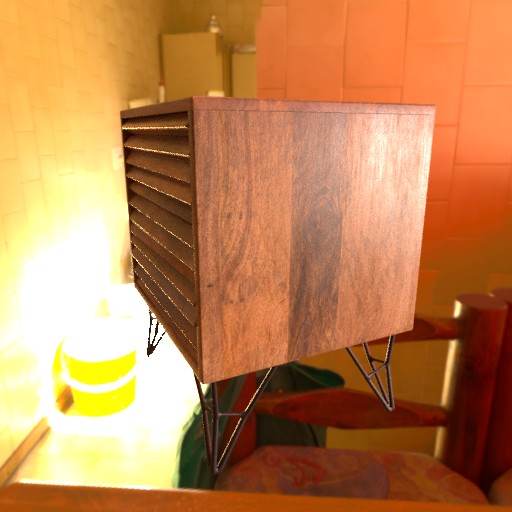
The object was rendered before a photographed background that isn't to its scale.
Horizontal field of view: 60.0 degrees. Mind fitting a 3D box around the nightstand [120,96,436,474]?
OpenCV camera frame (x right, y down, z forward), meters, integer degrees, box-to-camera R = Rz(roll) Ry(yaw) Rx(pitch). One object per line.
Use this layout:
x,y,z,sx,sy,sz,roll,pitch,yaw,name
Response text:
0.000,0.000,0.880,0.406,0.559,0.457,-8,18,-26,nightstand
